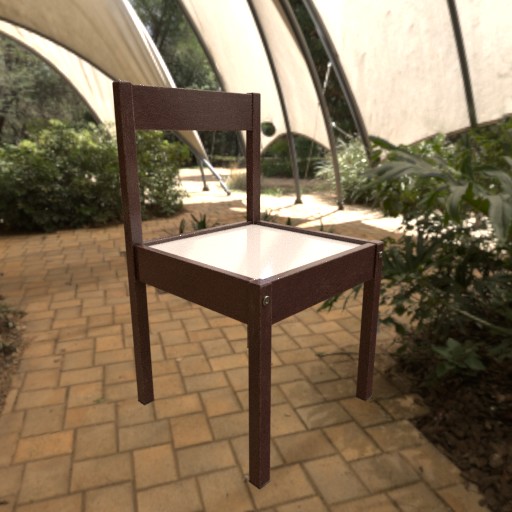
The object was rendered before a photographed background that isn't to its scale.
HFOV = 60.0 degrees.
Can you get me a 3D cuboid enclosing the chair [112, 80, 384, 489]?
[{"bbox_3d":[0.000,0.000,0.687,0.285,0.505,0.285,14,21,41],"label":"chair"}]
